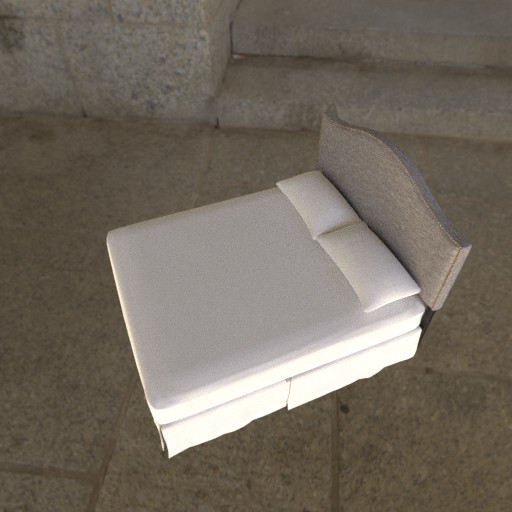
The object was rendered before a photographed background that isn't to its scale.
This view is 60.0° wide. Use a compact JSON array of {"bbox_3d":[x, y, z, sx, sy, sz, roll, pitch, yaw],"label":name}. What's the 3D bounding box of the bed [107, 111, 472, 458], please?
[{"bbox_3d":[0.000,0.000,2.971,1.870,1.295,1.610,-17,49,-15],"label":"bed"}]
